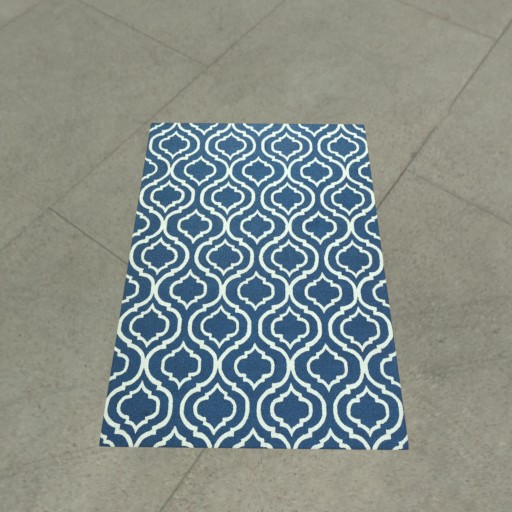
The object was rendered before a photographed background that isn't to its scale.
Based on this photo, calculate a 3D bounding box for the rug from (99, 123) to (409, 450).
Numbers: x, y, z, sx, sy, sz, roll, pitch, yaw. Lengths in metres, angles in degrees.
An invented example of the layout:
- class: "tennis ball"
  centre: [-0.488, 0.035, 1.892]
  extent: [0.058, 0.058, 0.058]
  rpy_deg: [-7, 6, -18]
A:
- class: "rug"
  centre: [0.000, 0.000, 2.671]
  extent: [1.524, 0.010, 2.134]
  rpy_deg: [1, 62, 0]
